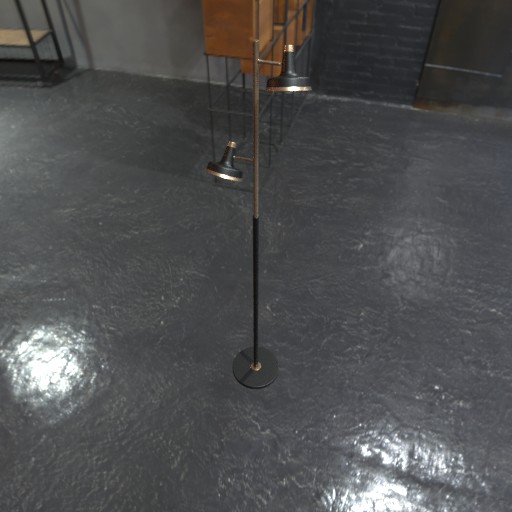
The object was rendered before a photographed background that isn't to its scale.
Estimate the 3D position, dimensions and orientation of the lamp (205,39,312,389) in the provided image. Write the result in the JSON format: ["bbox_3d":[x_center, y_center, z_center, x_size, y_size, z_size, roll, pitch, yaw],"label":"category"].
[{"bbox_3d":[0.000,0.000,1.824,0.351,1.674,0.253,13,45,14],"label":"lamp"}]
